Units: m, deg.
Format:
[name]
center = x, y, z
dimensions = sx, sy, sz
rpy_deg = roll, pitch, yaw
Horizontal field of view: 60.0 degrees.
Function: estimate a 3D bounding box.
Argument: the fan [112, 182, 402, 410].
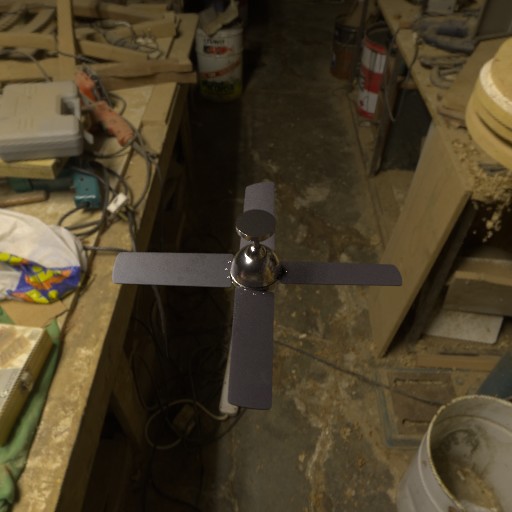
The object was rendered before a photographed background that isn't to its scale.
[fan]
center = 0.000, 0.000, 1.988
dimensions = 1.332, 0.403, 1.332
rpy_deg = 1, 46, 1
